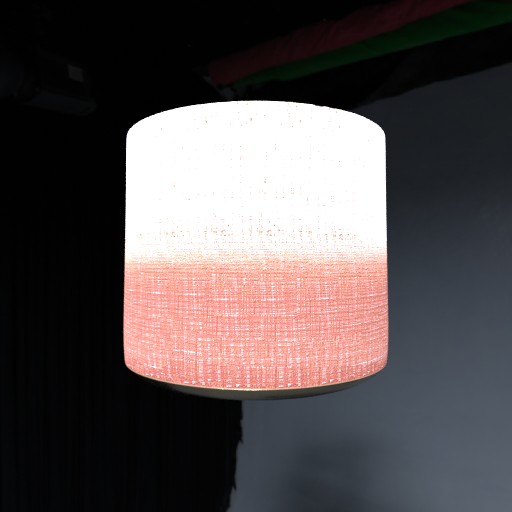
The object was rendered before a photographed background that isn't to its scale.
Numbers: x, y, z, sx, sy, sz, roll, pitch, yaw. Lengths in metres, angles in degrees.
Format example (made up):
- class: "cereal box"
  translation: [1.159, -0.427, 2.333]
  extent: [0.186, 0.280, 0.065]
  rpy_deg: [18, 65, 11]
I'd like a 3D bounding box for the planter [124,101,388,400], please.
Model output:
- class: "planter"
  translation: [0.000, 0.000, 0.311]
  extent: [0.178, 0.157, 0.178]
  rpy_deg: [0, -1, 0]
